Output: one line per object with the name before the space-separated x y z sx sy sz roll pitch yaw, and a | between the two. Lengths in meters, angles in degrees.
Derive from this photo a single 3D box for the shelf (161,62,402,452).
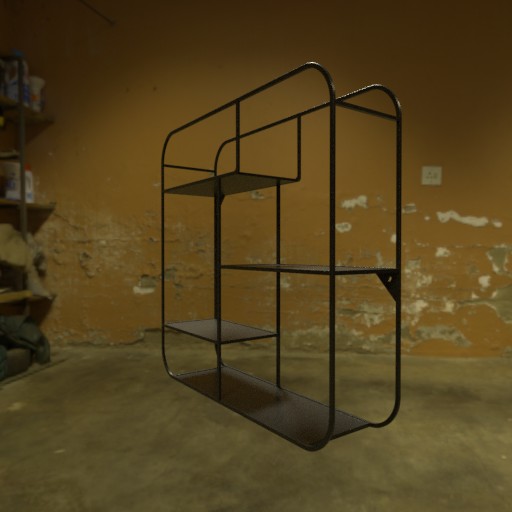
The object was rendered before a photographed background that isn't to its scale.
shelf | 0.000 0.000 0.930 0.160 0.600 0.600 -1 1 -36
